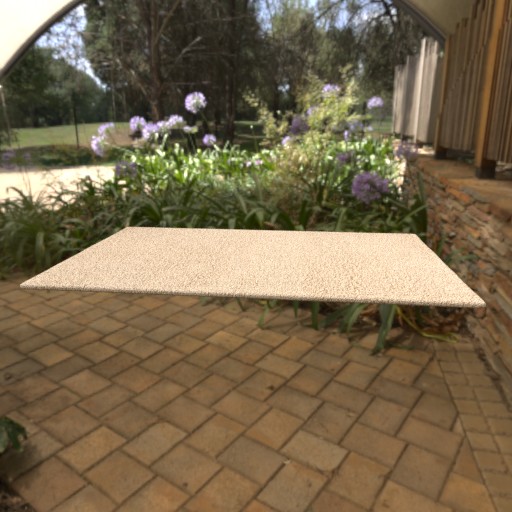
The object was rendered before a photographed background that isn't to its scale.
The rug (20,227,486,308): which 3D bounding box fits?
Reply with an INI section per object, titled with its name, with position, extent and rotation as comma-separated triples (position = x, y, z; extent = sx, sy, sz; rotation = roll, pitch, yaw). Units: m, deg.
[rug]
position = 0.000, 0.000, 3.015
extent = 2.438, 0.030, 1.524
rotation = 2, 16, 6
